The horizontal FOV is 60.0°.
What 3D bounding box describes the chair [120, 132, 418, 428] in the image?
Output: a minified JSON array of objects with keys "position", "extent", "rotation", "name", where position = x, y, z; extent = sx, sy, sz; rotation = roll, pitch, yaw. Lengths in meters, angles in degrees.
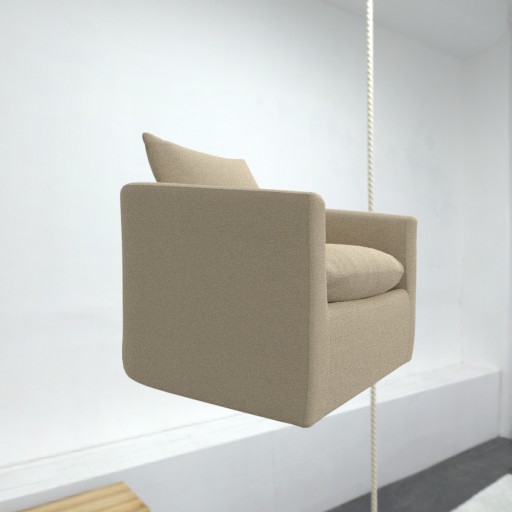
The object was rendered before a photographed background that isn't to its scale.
[{"position":[0.000,0.000,1.589],"extent":[0.910,0.848,0.845],"rotation":[0,0,35],"name":"chair"}]
